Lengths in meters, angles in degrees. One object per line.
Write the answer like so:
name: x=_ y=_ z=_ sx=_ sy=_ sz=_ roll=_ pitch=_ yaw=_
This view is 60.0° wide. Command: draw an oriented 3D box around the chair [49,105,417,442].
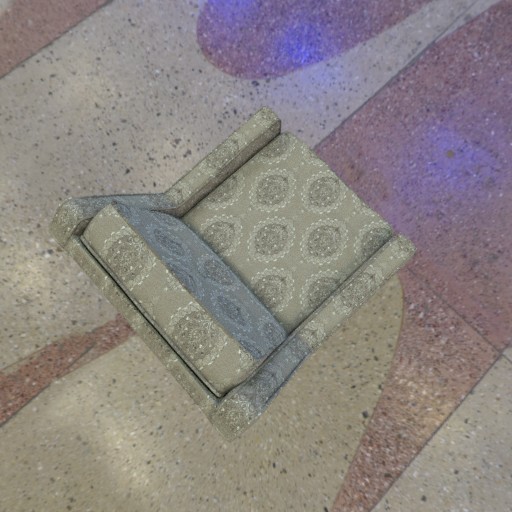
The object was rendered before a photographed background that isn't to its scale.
chair: x=0.000 y=0.000 z=1.363 sx=0.750 sy=0.797 sz=0.665 roll=-42 pitch=79 yaw=-10
